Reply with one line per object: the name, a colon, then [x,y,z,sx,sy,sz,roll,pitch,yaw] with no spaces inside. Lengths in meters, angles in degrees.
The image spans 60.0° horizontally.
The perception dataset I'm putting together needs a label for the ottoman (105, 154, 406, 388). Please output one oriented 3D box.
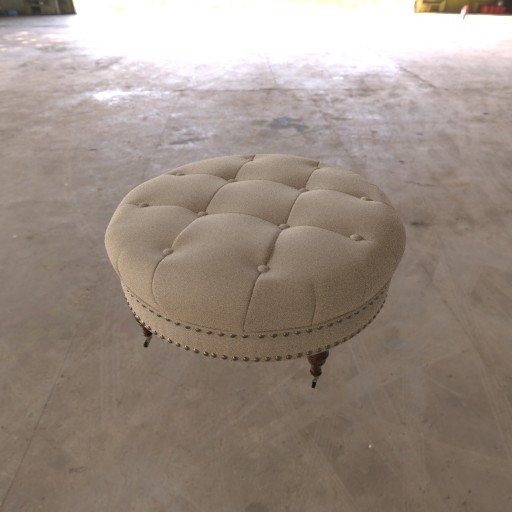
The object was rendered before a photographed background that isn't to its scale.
ottoman: [0.000,0.000,1.437,0.901,0.439,0.901,0,33,0]
